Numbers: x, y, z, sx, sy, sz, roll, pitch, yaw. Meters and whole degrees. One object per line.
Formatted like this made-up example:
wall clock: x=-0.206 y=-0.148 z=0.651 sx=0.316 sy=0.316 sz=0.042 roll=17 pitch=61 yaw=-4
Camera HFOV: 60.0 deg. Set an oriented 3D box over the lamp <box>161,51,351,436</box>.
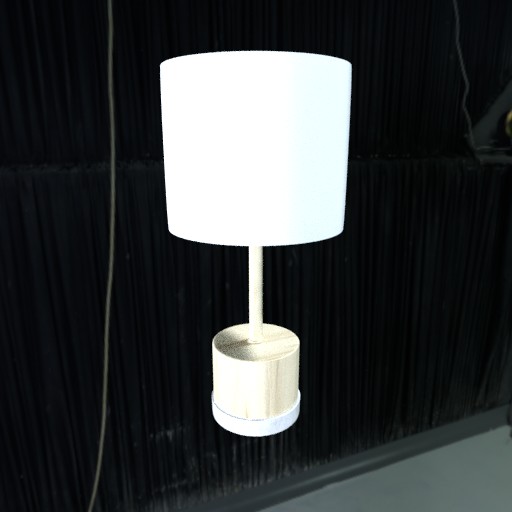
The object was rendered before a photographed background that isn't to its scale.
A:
lamp: x=0.000 y=0.000 z=0.598 sx=0.229 sy=0.470 sz=0.229 roll=-7 pitch=16 yaw=-24
